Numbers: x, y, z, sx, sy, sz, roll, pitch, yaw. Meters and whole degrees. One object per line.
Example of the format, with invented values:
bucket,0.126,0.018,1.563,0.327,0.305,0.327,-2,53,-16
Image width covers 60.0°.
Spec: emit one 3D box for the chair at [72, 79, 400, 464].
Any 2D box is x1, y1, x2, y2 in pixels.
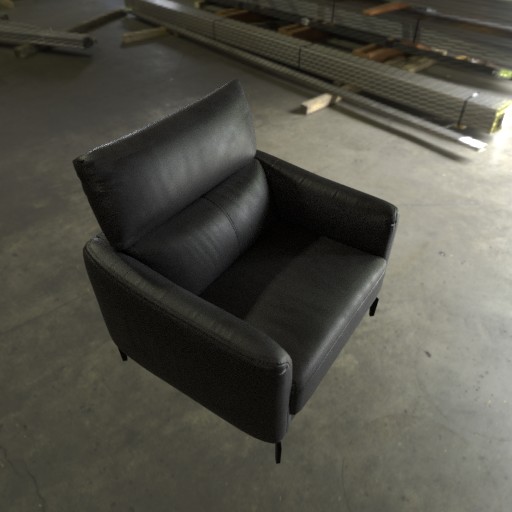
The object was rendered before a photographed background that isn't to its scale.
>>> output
chair,0.000,0.000,1.655,0.809,0.949,0.976,24,46,25
